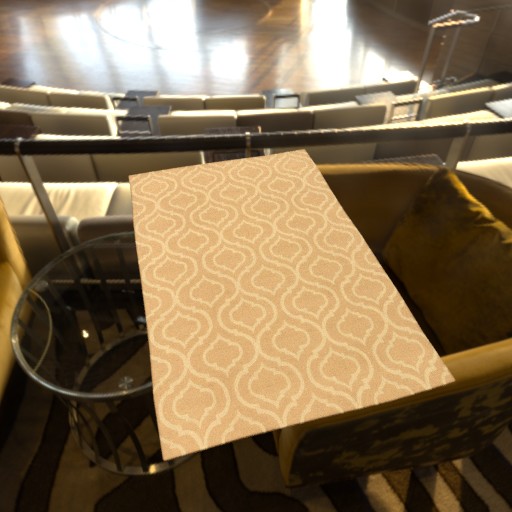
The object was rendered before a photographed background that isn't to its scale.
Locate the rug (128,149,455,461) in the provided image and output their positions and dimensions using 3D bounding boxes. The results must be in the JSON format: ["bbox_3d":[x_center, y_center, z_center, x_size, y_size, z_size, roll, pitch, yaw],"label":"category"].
[{"bbox_3d":[0.000,0.000,2.217,1.152,0.013,1.761,-11,46,-11],"label":"rug"}]
